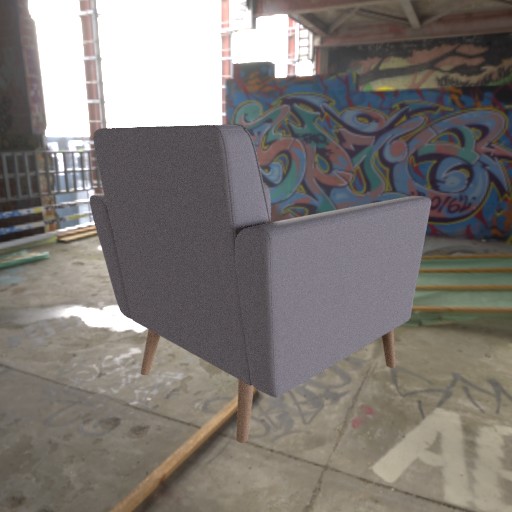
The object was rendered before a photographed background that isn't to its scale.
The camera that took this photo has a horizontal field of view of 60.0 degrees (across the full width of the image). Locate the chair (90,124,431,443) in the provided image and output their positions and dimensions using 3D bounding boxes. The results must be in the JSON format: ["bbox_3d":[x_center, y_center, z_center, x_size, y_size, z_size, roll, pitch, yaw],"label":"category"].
[{"bbox_3d":[0.000,0.000,1.397,0.750,0.780,0.780,-14,21,-43],"label":"chair"}]
